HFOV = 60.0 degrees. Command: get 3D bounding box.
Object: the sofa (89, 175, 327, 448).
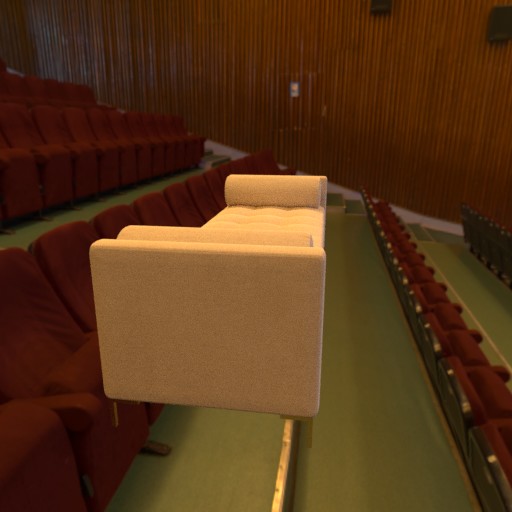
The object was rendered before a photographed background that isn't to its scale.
[{"bbox_3d":[0.000,0.000,2.250,0.686,0.635,1.981,2,16,8],"label":"sofa"}]
